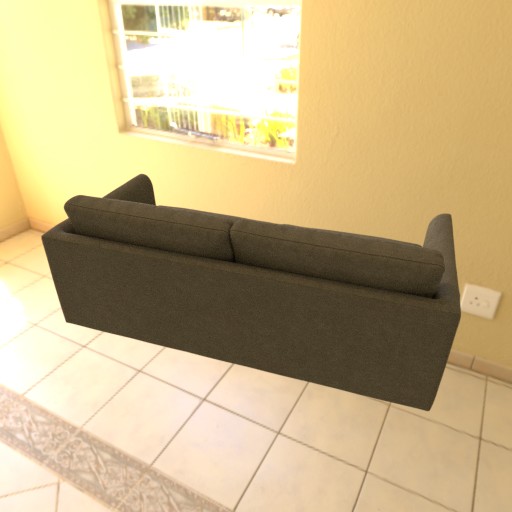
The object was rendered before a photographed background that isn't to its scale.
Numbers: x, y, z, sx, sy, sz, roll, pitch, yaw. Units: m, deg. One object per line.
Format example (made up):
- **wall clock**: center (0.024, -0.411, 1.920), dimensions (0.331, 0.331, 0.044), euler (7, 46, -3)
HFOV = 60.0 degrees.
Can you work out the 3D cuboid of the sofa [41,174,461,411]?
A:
- **sofa**: center (0.000, 0.000, 2.763), dimensions (2.257, 0.838, 1.092), euler (10, 32, 16)
